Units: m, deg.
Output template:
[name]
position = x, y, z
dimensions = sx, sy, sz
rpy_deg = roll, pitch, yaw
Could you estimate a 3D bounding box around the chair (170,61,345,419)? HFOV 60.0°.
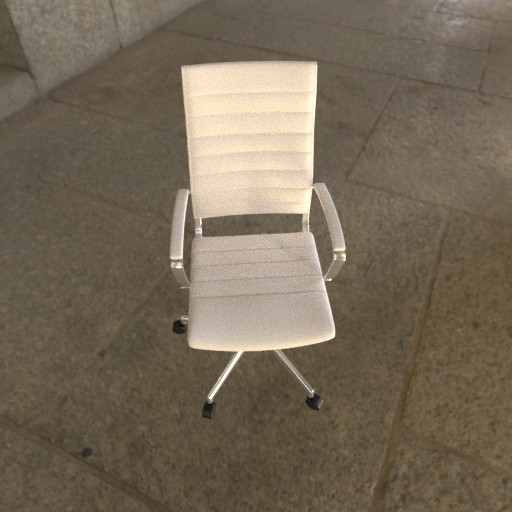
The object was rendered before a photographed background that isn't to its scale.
[chair]
position = 0.000, 0.000, 1.632
dimensions = 0.766, 1.149, 0.739
rpy_deg = -3, 47, -3
